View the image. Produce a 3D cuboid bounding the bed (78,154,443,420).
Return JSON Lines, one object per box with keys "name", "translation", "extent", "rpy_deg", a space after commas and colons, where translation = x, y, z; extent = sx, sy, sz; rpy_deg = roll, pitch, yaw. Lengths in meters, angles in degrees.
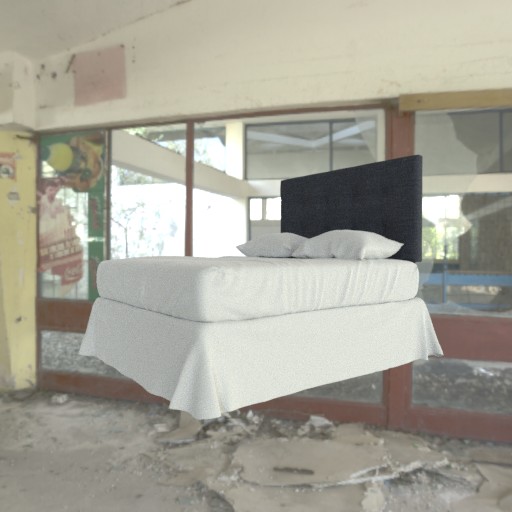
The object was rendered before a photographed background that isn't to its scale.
{"name": "bed", "translation": [0.000, 0.000, 3.477], "extent": [2.222, 1.577, 1.936], "rpy_deg": [-1, 1, -37]}
